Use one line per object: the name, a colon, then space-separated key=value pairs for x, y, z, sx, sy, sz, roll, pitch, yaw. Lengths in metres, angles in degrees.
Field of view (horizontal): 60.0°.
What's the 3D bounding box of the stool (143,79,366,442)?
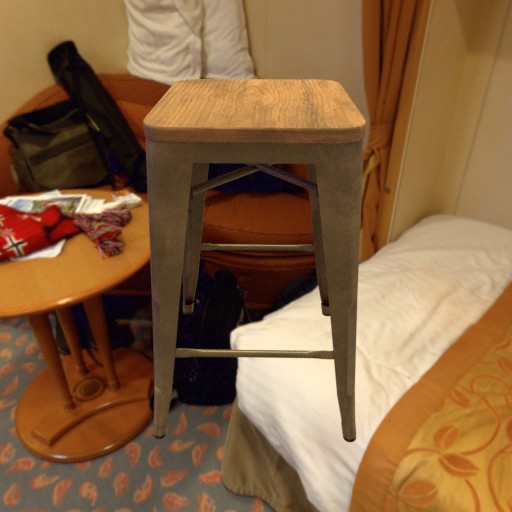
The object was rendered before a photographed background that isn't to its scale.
stool: x=0.000 y=0.000 z=0.886 sx=0.407 sy=0.607 sz=0.407 roll=1 pitch=32 yaw=1
